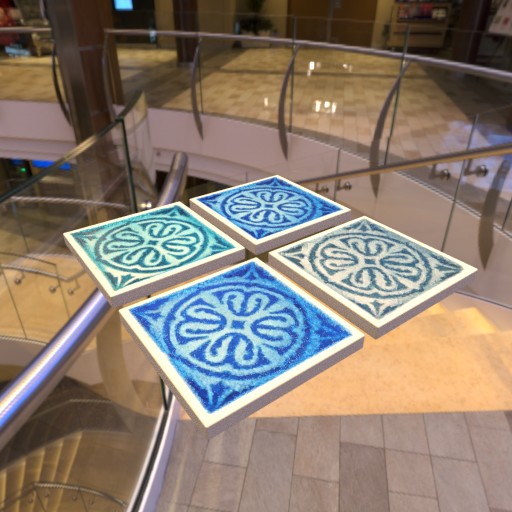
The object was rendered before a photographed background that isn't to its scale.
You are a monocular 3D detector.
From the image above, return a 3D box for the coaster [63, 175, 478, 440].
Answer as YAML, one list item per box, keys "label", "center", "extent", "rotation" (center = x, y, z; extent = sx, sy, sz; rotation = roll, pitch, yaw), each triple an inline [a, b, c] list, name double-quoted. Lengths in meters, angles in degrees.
- label: "coaster"
  center: [0.000, 0.000, 0.325]
  extent: [0.214, 0.010, 0.219]
  rotation: [-21, 37, -30]
